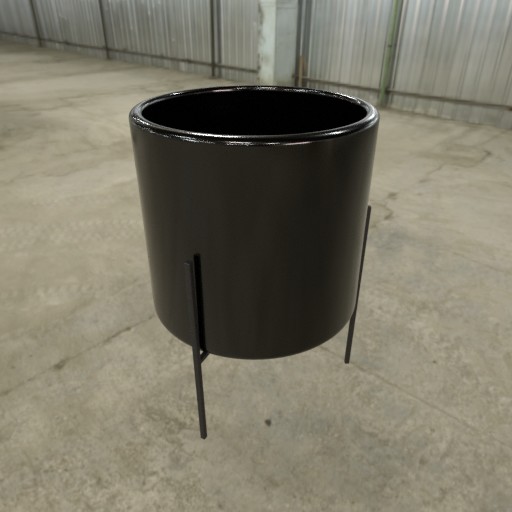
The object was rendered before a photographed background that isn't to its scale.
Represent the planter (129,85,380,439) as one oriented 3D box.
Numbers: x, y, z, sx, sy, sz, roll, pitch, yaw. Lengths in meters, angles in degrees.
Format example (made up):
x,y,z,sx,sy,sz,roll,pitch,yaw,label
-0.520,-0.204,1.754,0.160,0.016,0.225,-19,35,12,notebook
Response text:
x,y,z,sx,sy,sz,roll,pitch,yaw,label
0.000,0.000,0.654,0.310,0.432,0.310,-9,32,-15,planter
